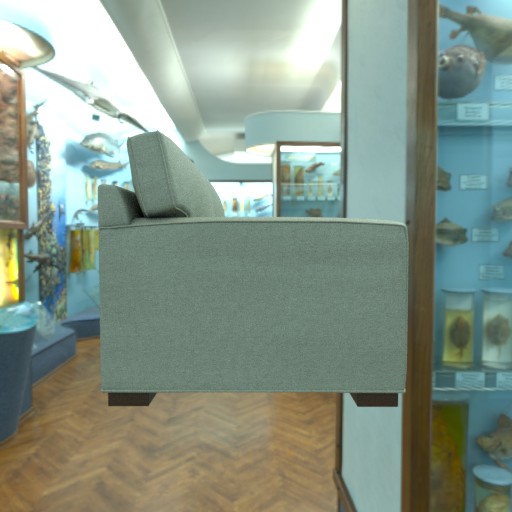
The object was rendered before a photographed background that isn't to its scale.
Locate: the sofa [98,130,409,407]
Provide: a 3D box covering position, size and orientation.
[{"bbox_3d":[0.000,0.000,2.058,0.940,0.853,1.484,0,3,0],"label":"sofa"}]
